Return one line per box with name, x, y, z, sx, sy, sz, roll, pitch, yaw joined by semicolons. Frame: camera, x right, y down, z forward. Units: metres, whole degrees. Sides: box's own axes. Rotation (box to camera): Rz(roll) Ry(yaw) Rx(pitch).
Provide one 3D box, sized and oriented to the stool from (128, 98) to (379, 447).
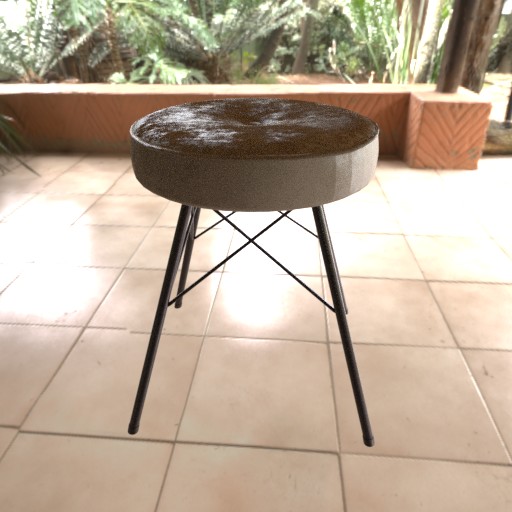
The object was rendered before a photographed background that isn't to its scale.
stool;0.000;0.000;0.863;0.457;0.538;0.423;2;29;3
